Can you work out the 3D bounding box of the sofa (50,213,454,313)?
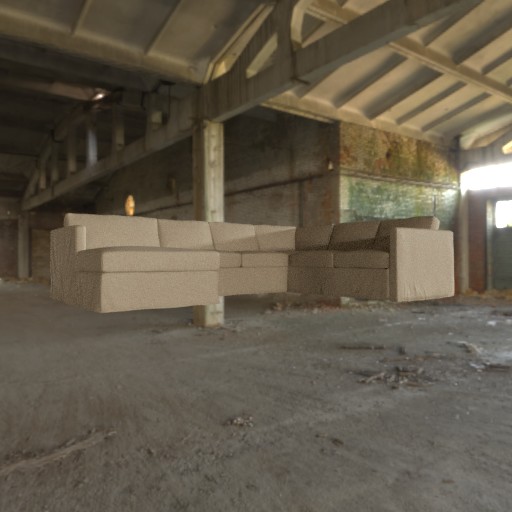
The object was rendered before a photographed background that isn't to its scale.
[{"bbox_3d":[0.000,0.000,4.639,3.528,0.878,2.476,0,0,-37],"label":"sofa"}]
